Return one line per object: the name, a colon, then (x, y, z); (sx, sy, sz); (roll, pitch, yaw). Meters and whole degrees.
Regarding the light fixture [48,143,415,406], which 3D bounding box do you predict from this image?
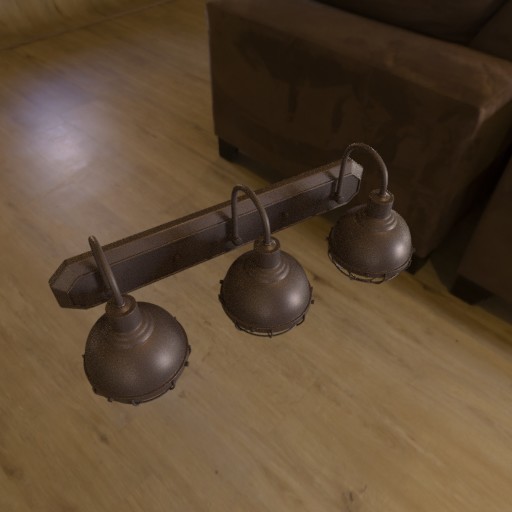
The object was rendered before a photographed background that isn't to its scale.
light fixture: (0.000, 0.000, 0.755); (0.634, 0.254, 0.229); (-23, 50, -21)
